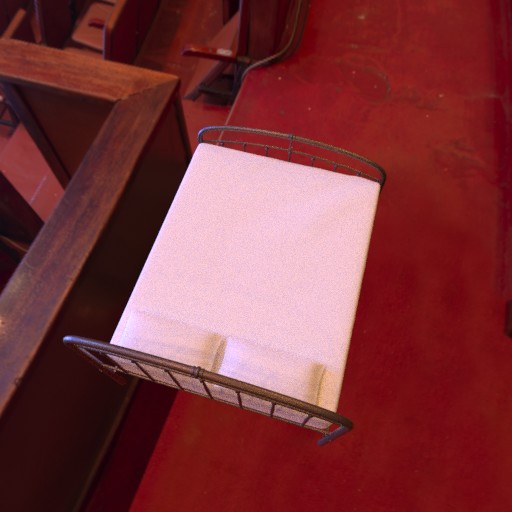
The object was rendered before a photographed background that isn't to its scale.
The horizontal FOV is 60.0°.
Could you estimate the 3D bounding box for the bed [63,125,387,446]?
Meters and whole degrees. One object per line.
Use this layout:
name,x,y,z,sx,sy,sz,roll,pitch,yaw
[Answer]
bed,0.000,0.000,3.315,1.711,1.475,2.168,14,64,7
